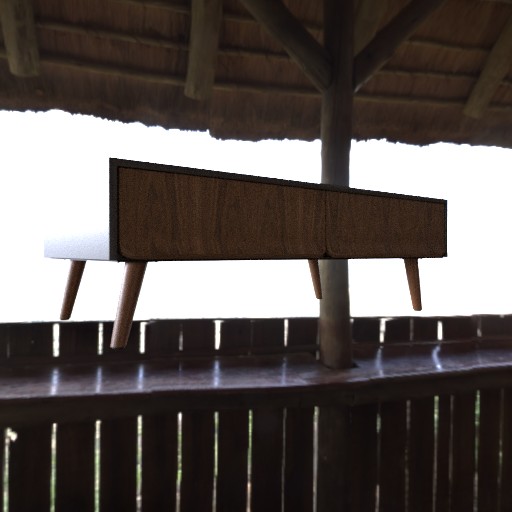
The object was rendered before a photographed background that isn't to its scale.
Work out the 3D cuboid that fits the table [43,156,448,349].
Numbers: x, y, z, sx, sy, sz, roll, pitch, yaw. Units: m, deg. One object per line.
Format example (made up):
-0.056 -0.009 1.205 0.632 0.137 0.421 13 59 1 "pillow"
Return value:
0.000 0.000 1.507 1.201 0.404 0.703 0 0 -35 "table"
